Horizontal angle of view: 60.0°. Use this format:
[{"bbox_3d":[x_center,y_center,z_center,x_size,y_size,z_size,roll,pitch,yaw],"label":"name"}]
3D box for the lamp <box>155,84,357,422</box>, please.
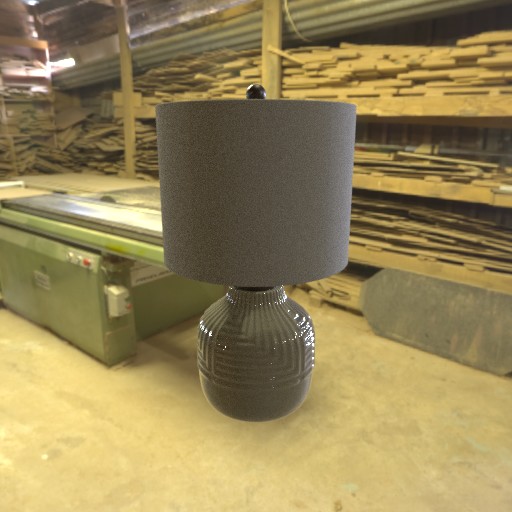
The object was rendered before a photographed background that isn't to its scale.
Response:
[{"bbox_3d":[0.000,0.000,0.780,0.318,0.567,0.318,0,15,0],"label":"lamp"}]
